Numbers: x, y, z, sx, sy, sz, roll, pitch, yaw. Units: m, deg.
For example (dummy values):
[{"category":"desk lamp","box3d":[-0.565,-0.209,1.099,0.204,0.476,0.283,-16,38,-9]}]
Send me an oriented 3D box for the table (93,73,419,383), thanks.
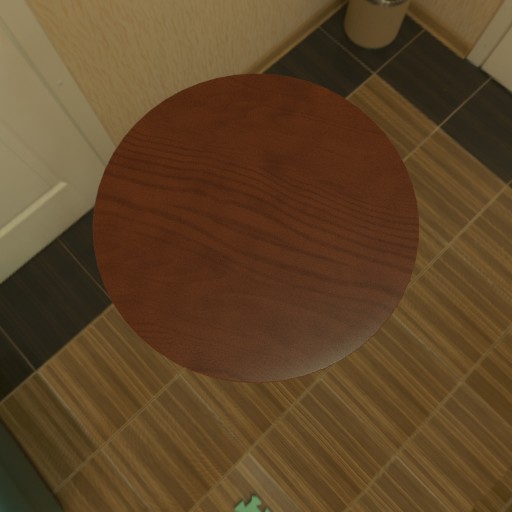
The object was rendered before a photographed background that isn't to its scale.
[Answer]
[{"category":"table","box3d":[0.000,0.000,1.106,0.597,0.612,0.597,0,75,0]}]
